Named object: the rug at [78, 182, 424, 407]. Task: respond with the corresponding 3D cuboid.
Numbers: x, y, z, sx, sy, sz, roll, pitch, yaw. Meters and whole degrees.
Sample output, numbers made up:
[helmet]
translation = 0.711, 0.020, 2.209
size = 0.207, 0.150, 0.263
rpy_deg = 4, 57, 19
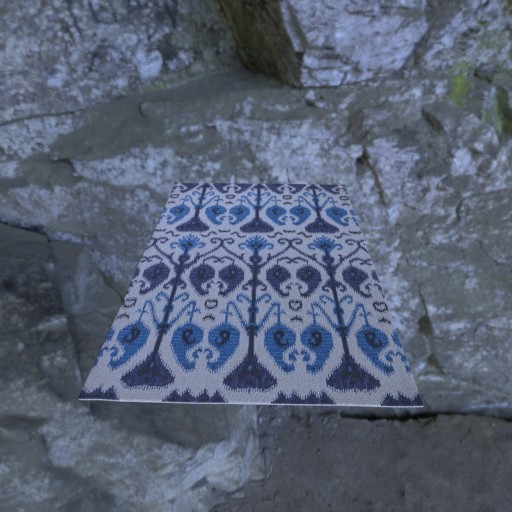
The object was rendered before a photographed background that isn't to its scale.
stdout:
[rug]
translation = 0.000, 0.000, 2.081
size = 1.072, 0.013, 1.698
rpy_deg = 1, 32, 1
